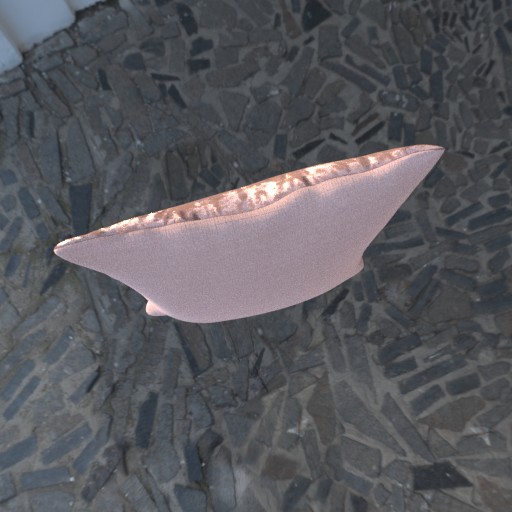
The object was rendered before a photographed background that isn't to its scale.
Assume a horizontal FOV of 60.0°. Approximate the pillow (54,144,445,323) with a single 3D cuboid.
[{"bbox_3d":[0.000,0.000,0.726,0.470,0.464,0.175,-14,74,-4],"label":"pillow"}]
